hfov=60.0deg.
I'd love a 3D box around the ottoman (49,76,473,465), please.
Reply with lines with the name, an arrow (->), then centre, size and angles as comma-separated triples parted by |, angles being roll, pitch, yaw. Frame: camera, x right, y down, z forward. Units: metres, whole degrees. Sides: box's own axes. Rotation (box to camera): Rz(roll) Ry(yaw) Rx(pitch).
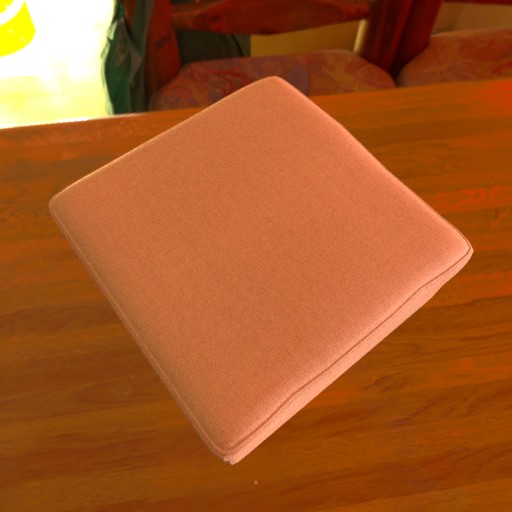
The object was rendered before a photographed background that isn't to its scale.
ottoman -> 0.000, 0.000, 1.342 | 0.838, 0.503, 0.838 | -35, 68, -16
